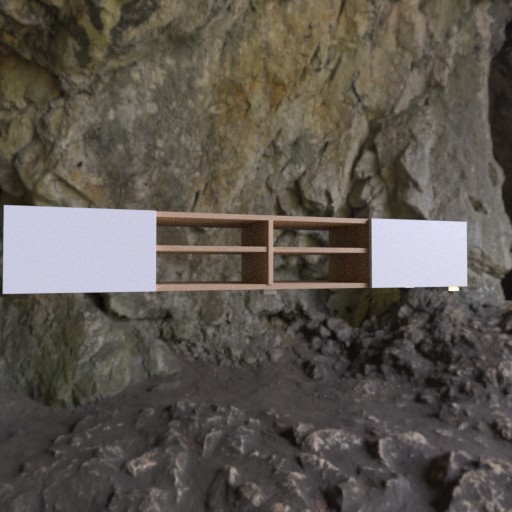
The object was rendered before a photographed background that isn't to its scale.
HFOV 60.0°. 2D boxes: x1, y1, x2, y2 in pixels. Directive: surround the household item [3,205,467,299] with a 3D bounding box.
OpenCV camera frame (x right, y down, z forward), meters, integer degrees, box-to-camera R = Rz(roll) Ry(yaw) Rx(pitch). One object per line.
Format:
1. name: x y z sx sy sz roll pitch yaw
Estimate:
1. household item: 0.000 0.000 1.915 1.850 0.310 0.420 0 -1 -17
